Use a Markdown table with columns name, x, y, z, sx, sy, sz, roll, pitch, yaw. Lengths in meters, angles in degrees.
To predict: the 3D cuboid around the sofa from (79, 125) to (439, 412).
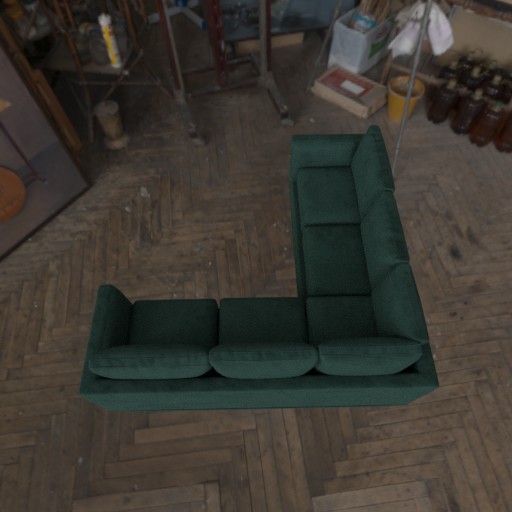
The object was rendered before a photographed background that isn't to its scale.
| name | x | y | z | sx | sy | sz | roll | pitch | yaw |
| --- | --- | --- | --- | --- | --- | --- | --- | --- | --- |
| sofa | 0.000 | 0.000 | 3.846 | 2.452 | 1.004 | 2.468 | -1 | 58 | -1 |
